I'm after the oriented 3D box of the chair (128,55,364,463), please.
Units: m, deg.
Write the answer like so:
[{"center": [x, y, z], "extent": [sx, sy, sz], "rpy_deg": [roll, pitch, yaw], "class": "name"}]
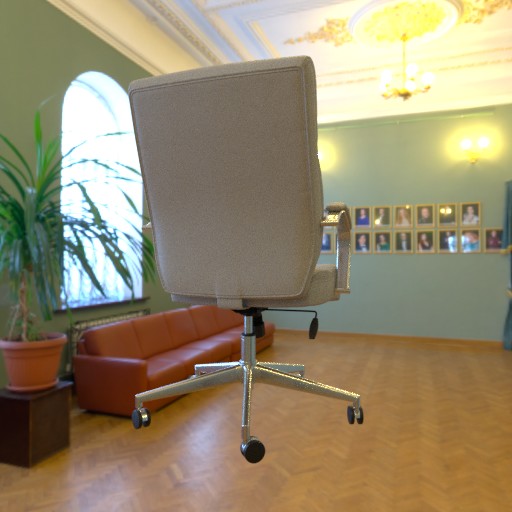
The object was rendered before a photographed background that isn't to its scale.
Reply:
[{"center": [0.000, 0.000, 1.543], "extent": [0.727, 1.099, 0.745], "rpy_deg": [0, -1, 18], "class": "chair"}]
